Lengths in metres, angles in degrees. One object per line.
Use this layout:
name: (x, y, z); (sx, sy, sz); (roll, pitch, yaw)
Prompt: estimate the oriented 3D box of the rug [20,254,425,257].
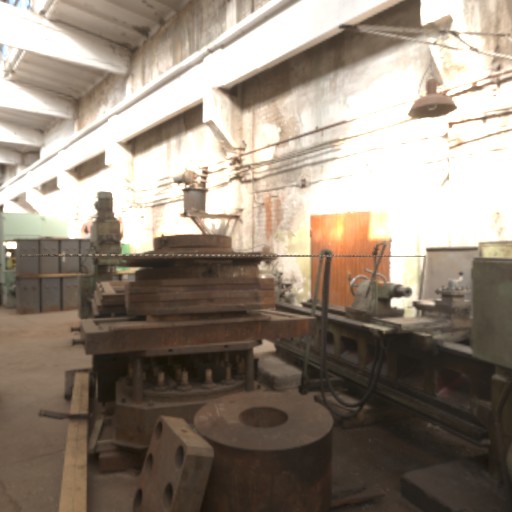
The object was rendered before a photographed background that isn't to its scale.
rug: (0.000, 0.000, 2.501); (2.286, 0.008, 0.686); (0, 0, -37)
